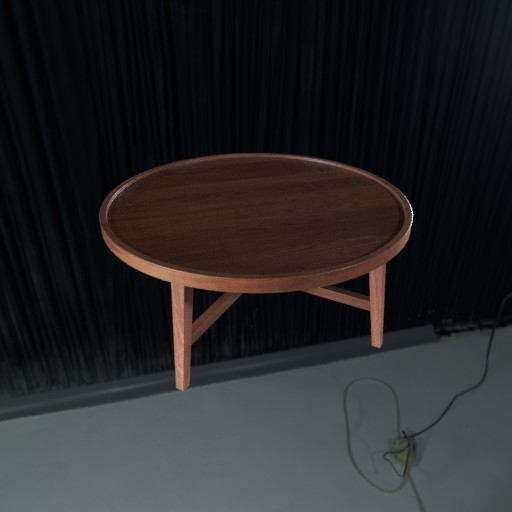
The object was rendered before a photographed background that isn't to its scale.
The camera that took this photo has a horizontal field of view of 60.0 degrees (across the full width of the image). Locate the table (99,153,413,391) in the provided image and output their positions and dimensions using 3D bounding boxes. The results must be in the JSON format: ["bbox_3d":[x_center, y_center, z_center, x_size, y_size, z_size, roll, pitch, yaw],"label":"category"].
[{"bbox_3d":[0.000,0.000,1.273,0.800,0.360,0.800,0,30,0],"label":"table"}]
